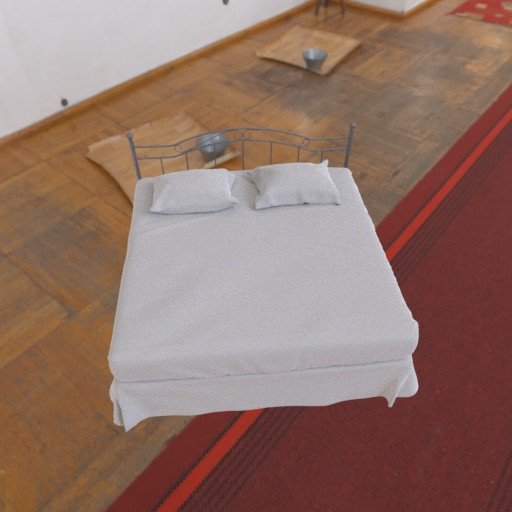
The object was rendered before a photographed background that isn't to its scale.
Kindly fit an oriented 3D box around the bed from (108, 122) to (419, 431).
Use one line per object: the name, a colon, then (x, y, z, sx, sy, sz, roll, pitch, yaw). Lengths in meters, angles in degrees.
bed: (0.000, 0.000, 3.532, 2.309, 1.080, 2.220, -4, 45, -4)
